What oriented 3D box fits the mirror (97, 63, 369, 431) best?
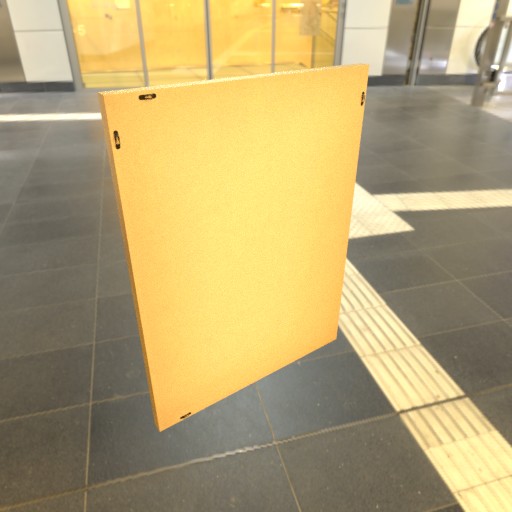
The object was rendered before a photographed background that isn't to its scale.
[{"bbox_3d":[0.000,0.000,1.336,0.762,1.016,0.040,-20,36,-30],"label":"mirror"}]
